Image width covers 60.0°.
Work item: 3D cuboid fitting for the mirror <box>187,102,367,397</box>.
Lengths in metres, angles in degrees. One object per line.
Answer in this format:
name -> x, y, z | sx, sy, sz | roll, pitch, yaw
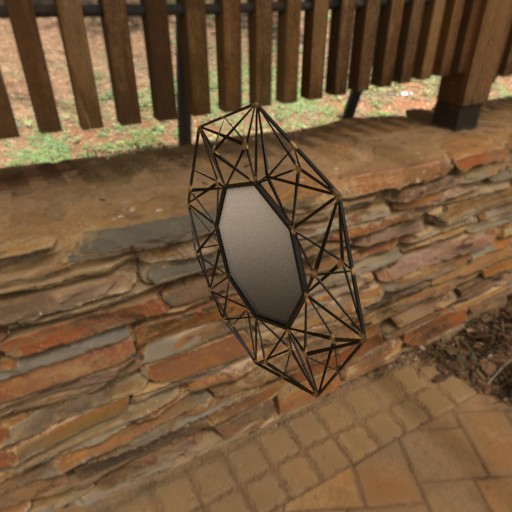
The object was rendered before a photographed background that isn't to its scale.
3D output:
mirror -> 0.000, 0.000, 1.057 | 0.094, 0.710, 0.710 | -20, 37, -29
